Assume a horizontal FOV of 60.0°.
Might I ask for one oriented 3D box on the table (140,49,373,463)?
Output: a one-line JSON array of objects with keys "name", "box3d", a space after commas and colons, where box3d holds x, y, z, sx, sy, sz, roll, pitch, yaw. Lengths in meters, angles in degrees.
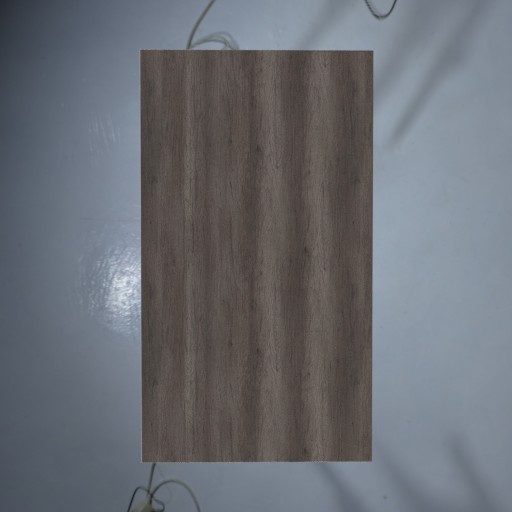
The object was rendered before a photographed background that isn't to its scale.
[{"name": "table", "box3d": [0.000, 0.000, 2.107, 0.900, 0.775, 1.600, 0, 91, -1]}]
